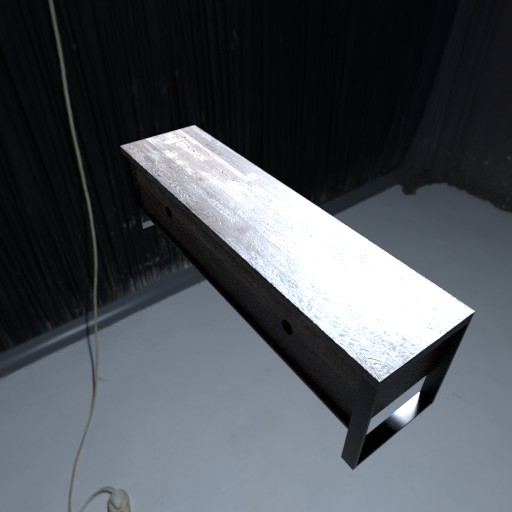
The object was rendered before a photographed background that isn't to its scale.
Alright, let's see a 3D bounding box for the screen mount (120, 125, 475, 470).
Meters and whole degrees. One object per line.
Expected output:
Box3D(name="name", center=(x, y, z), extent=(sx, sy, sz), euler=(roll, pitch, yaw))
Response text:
Box3D(name="screen mount", center=(0.000, 0.000, 1.745), extent=(0.395, 0.450, 1.524), euler=(-25, 46, -27))
